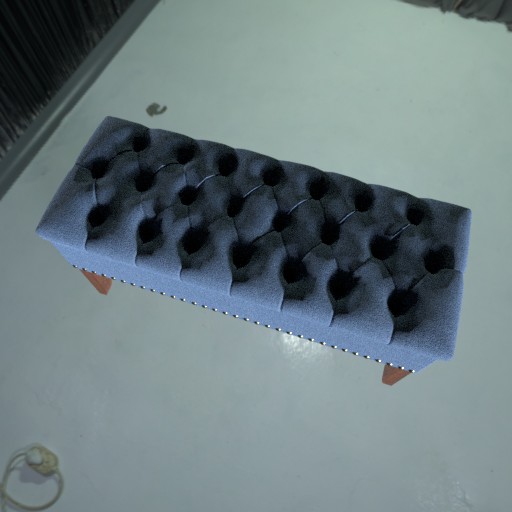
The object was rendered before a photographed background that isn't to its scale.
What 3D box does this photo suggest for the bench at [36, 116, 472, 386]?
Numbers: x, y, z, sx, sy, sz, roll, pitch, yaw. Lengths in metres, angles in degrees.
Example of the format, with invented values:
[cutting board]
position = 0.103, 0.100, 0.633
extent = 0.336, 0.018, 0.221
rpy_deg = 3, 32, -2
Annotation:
[bench]
position = 0.000, 0.000, 1.318
extent = 1.052, 0.492, 0.417
rpy_deg = 16, 65, 8
